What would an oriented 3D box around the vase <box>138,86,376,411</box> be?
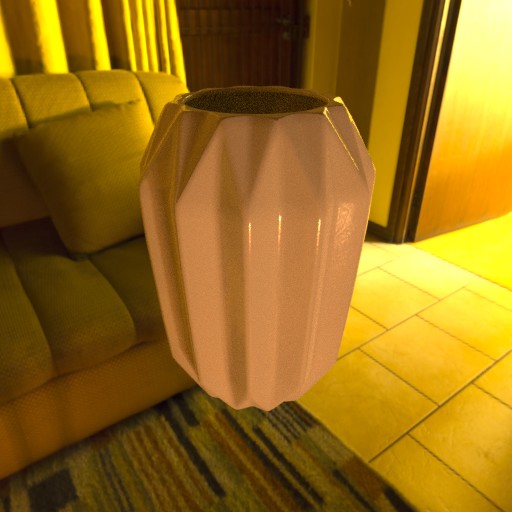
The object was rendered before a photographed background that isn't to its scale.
[{"bbox_3d":[0.000,0.000,0.404,0.195,0.275,0.195,0,29,0],"label":"vase"}]
